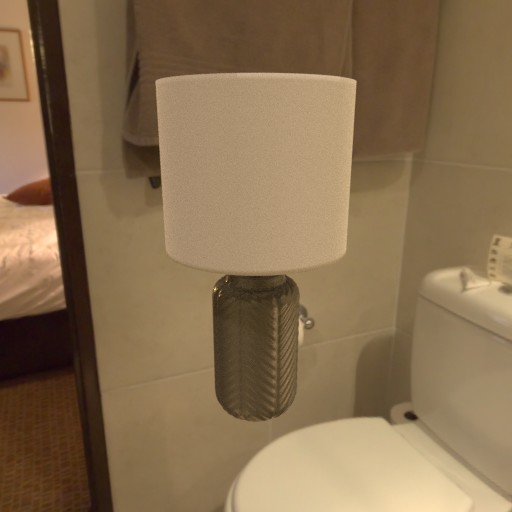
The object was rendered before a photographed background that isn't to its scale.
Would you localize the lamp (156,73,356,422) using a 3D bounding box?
[{"bbox_3d":[0.000,0.000,0.512,0.203,0.389,0.203,9,19,27],"label":"lamp"}]
